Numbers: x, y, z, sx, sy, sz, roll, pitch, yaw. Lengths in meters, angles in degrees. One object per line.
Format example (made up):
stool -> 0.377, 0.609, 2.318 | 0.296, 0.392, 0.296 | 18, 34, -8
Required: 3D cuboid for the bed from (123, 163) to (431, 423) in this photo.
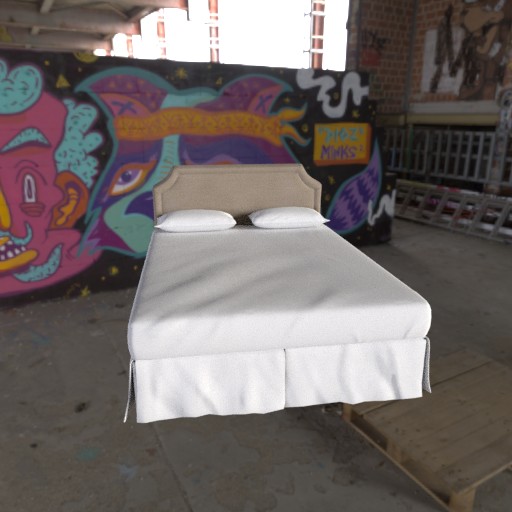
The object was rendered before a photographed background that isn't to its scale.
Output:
bed -> 0.000, 0.000, 3.737 | 1.977, 1.293, 2.498 | -3, 17, -9
